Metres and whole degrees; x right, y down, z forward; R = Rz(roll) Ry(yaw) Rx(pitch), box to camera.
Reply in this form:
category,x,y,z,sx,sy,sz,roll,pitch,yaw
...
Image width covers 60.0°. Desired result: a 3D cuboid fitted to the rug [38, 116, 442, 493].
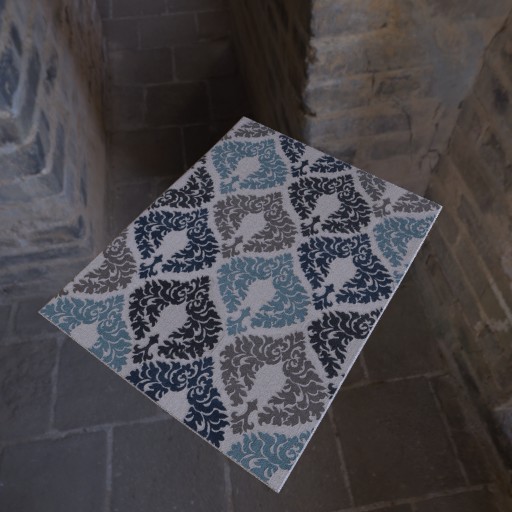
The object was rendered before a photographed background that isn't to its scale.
category,x,y,z,sx,sy,sz,roll,pitch,yaw
rug,0.000,0.000,4.064,2.423,0.014,3.040,29,61,18
